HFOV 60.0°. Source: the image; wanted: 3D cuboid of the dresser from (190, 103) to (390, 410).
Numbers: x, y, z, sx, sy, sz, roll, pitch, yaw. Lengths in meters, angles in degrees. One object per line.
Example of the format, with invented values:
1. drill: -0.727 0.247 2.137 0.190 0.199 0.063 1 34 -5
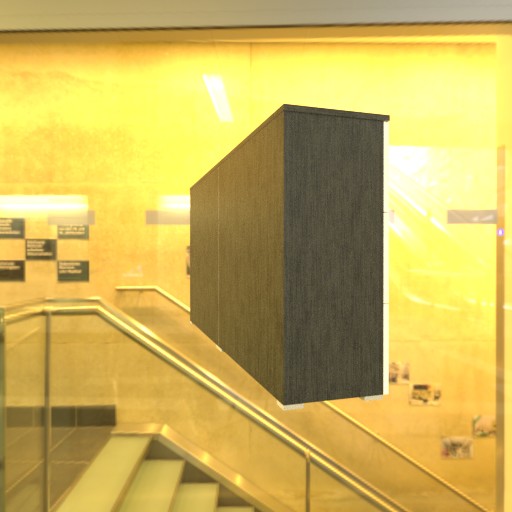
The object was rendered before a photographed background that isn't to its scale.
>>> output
1. dresser: 0.000 0.000 1.922 0.333 0.790 1.535 0 0 -17
